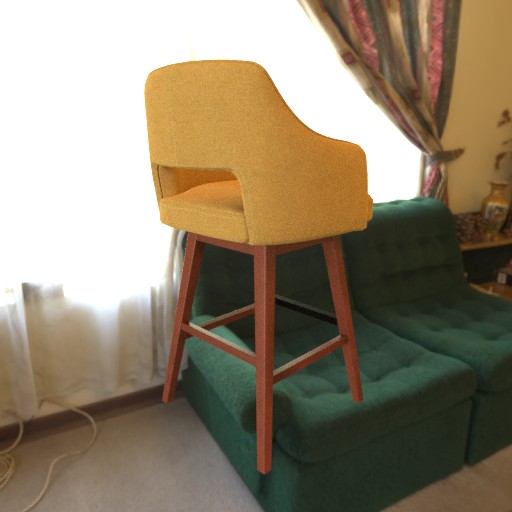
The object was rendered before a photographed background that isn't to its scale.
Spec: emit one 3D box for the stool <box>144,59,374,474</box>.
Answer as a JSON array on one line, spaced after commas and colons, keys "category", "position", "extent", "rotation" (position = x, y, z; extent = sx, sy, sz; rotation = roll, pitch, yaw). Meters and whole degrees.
[{"category": "stool", "position": [0.000, 0.000, 1.322], "extent": [0.558, 1.012, 0.548], "rotation": [-15, 21, -43]}]
